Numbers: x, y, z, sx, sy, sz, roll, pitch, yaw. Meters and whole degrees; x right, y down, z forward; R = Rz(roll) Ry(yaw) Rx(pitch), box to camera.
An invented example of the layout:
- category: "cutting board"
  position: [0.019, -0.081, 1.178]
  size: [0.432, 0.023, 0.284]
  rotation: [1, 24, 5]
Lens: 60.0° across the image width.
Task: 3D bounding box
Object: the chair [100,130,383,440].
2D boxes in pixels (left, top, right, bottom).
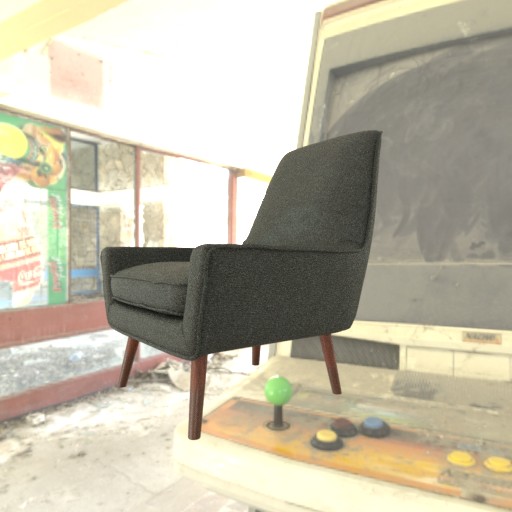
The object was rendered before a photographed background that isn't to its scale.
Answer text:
- category: "chair"
  position: [0.000, 0.000, 1.509]
  size: [0.859, 0.883, 0.763]
  rotation: [0, 1, -36]
